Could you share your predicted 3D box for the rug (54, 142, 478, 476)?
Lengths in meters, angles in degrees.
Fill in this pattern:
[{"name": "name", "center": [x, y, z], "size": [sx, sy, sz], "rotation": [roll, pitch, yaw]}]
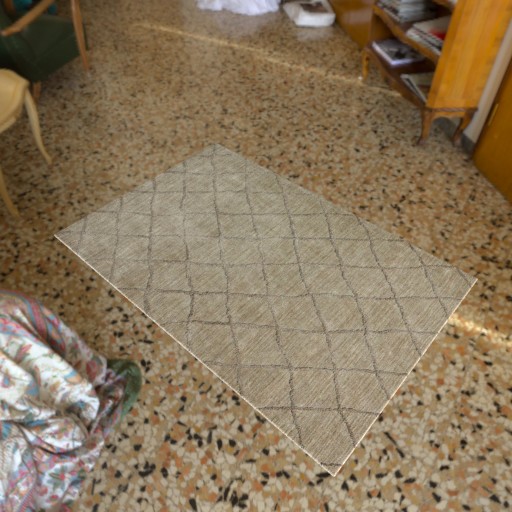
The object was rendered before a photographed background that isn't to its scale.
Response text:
[{"name": "rug", "center": [0.000, 0.000, 2.846], "size": [2.280, 0.015, 1.521], "rotation": [33, 55, 27]}]
